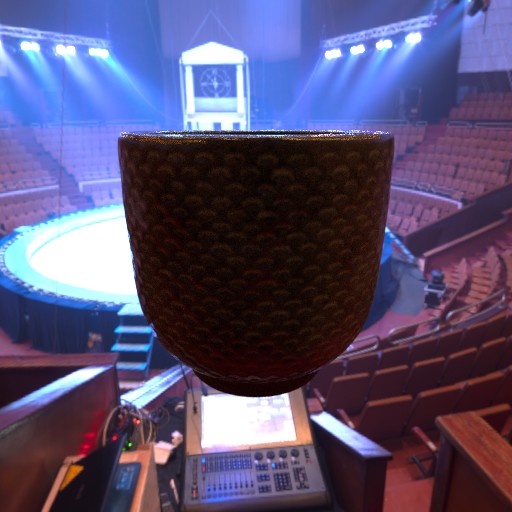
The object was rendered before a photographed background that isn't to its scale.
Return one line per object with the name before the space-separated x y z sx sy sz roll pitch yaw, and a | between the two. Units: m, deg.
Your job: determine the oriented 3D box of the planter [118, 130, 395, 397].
planter | 0.000 0.000 0.353 0.197 0.191 0.197 0 17 0
